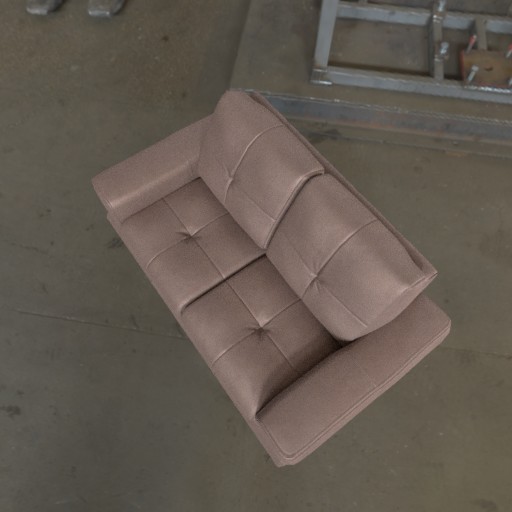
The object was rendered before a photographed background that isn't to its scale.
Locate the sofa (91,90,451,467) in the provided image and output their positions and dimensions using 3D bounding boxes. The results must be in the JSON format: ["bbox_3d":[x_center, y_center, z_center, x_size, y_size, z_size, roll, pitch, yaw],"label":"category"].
[{"bbox_3d":[0.000,0.000,2.322,1.018,0.907,1.806,-33,68,-15],"label":"sofa"}]
